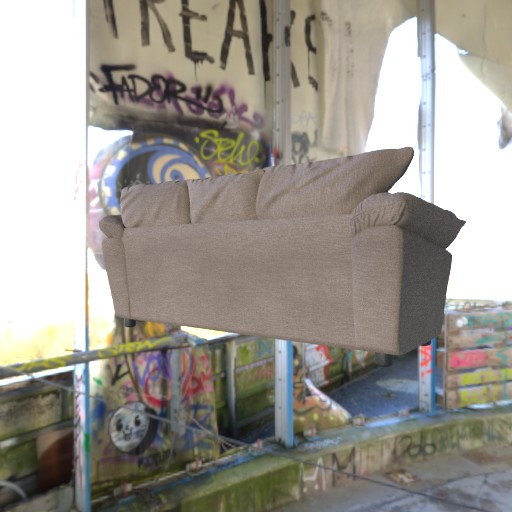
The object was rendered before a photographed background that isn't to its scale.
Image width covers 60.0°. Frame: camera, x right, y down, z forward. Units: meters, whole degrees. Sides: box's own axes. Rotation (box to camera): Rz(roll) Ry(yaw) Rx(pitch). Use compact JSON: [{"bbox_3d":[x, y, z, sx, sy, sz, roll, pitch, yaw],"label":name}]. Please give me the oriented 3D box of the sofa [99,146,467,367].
[{"bbox_3d":[0.000,0.000,2.919,2.390,1.043,0.927,0,0,37],"label":"sofa"}]
